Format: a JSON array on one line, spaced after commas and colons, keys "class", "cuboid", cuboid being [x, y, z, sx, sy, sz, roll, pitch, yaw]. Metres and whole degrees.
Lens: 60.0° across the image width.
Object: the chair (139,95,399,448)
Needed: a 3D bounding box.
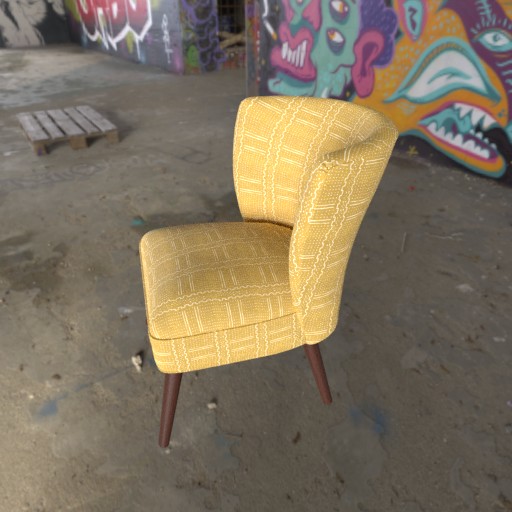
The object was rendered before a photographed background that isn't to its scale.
[{"class": "chair", "cuboid": [0.000, 0.000, 1.411, 0.758, 0.866, 0.706, -8, 32, -14]}]
